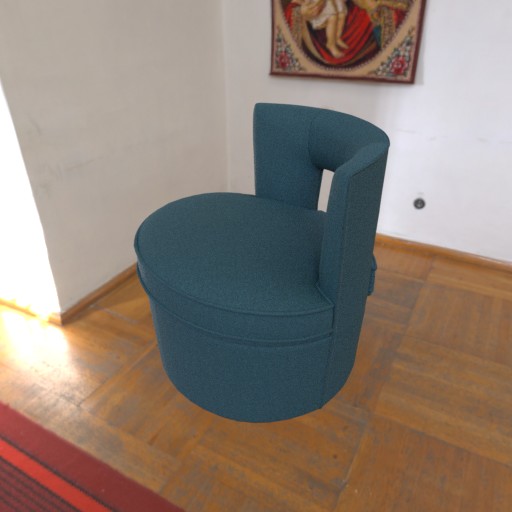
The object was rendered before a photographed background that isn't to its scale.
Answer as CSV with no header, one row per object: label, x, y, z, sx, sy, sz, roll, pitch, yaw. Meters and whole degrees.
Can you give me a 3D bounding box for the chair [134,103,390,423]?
chair,0.000,0.000,1.260,0.660,0.711,0.684,-9,32,-14
